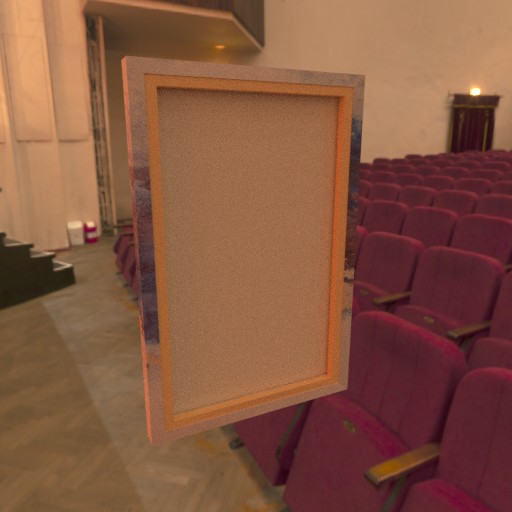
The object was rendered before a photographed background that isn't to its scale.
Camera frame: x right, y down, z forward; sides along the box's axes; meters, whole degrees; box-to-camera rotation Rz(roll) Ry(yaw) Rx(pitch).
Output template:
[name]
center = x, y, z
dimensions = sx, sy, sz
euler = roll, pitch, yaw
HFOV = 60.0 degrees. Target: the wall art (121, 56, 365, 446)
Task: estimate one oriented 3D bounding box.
[wall art]
center = 0.000, 0.000, 1.109
dimensions = 0.583, 0.874, 0.048
euler = -7, 16, -25
